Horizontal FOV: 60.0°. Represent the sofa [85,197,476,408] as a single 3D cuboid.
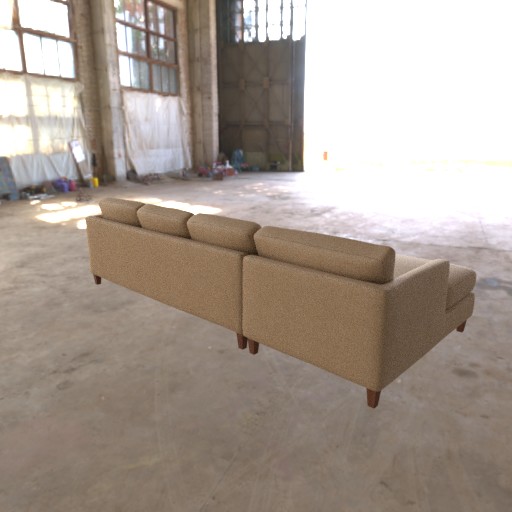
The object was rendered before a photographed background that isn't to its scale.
[{"bbox_3d":[0.000,0.000,3.802,3.201,0.876,1.502,14,20,41],"label":"sofa"}]
